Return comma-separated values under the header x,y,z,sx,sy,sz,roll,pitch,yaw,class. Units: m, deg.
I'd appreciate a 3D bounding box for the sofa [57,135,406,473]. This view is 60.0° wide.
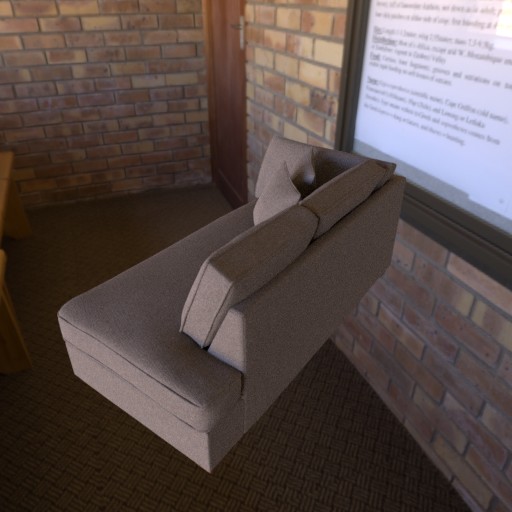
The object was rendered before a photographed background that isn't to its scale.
x,y,z,sx,sy,sz,roll,pitch,yaw,class
0.000,0.000,2.842,1.110,1.033,2.237,21,37,30,sofa
